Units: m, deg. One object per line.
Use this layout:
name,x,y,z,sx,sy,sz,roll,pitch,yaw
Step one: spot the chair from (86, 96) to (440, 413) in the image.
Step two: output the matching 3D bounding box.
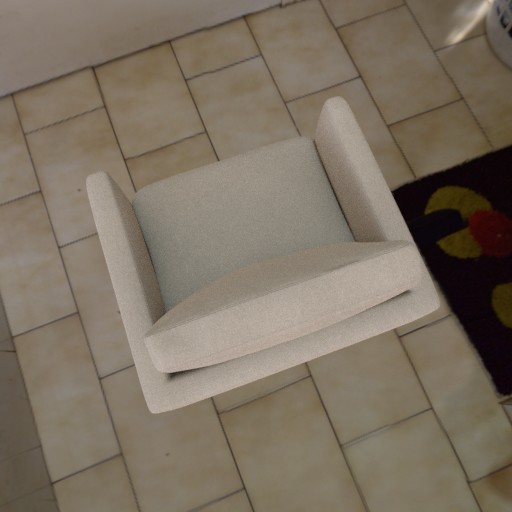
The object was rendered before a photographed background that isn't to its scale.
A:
chair,0.000,0.000,1.890,1.107,0.961,0.959,-19,76,-5
